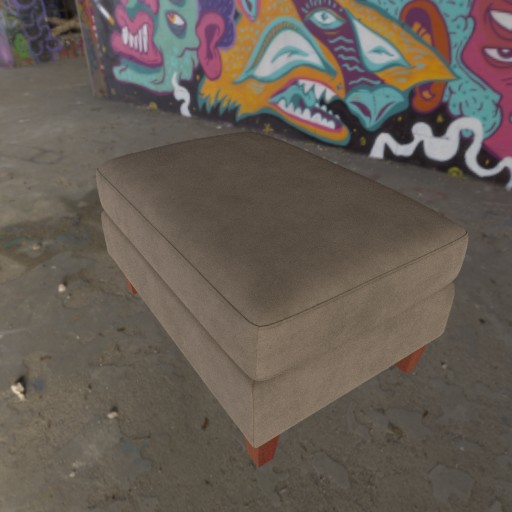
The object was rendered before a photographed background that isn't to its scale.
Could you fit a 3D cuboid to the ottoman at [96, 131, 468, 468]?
[{"bbox_3d":[0.000,0.000,1.203,0.584,0.483,0.864,-20,38,-28],"label":"ottoman"}]
